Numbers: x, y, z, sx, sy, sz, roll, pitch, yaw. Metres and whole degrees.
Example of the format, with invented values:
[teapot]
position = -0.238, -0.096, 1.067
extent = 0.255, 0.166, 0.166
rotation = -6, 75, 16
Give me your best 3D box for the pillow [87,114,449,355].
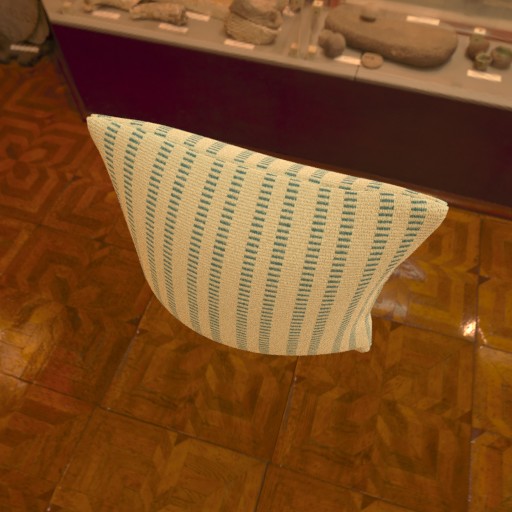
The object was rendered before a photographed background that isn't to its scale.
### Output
[pillow]
position = 0.000, 0.000, 0.674
extent = 0.438, 0.419, 0.247
rotation = 16, 59, 10
